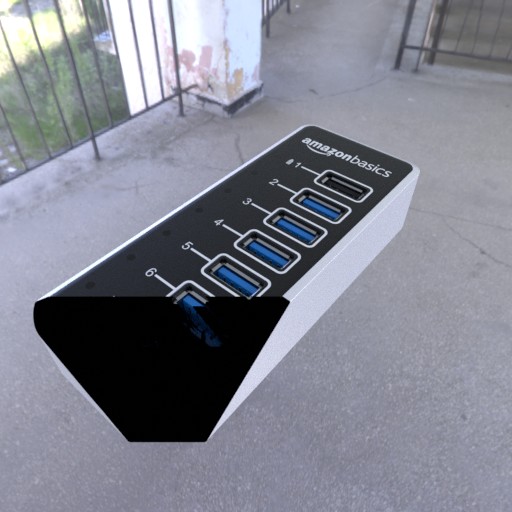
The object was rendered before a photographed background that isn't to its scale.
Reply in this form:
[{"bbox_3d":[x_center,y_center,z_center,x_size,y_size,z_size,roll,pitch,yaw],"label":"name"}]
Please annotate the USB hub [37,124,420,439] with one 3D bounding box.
[{"bbox_3d":[0.000,0.000,0.125,0.044,0.023,0.110,31,53,27],"label":"USB hub"}]
